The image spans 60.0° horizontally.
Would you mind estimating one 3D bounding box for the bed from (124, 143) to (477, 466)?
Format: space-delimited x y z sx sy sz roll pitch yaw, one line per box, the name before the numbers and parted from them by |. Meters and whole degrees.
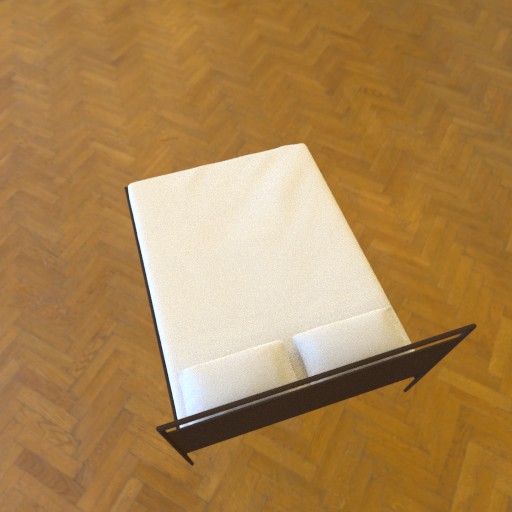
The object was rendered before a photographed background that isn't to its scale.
bed | 0.000 0.000 3.048 1.572 1.173 2.122 -15 59 -9
